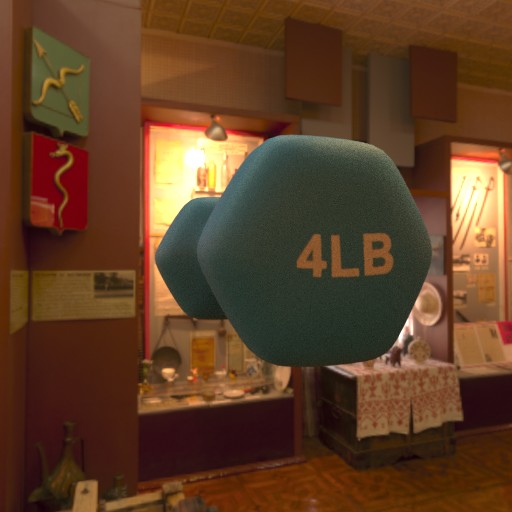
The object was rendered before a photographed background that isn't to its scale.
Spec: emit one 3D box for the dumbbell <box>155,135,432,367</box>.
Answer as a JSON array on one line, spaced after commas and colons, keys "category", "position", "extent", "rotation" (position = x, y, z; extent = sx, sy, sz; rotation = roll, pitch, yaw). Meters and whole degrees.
[{"category": "dumbbell", "position": [0.000, 0.000, 0.190], "extent": [0.074, 0.066, 0.152], "rotation": [0, -1, -18]}]
